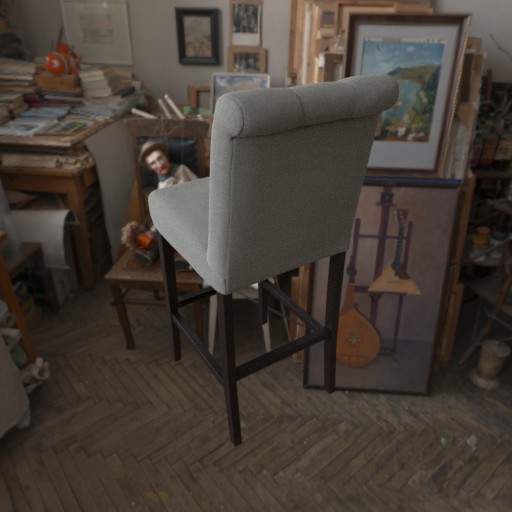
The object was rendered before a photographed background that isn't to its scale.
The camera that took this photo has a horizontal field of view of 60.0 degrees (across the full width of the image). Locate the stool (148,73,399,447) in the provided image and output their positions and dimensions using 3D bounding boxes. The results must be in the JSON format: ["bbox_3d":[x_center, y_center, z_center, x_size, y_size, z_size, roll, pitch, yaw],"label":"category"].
[{"bbox_3d":[0.000,0.000,1.439,0.493,1.140,0.601,-18,36,-27],"label":"stool"}]
